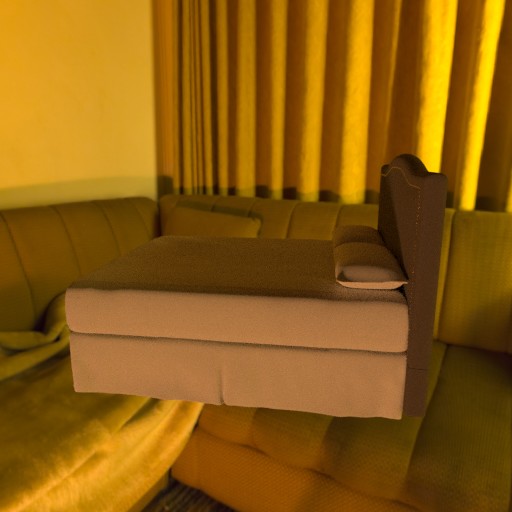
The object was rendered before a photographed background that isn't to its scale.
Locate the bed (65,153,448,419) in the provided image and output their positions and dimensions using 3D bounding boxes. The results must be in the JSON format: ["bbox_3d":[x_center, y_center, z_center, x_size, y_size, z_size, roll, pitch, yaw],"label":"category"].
[{"bbox_3d":[0.000,0.000,3.080,2.036,1.387,1.666,2,13,8],"label":"bed"}]
